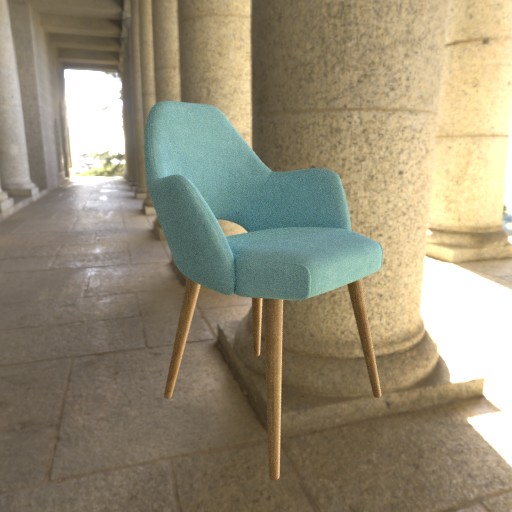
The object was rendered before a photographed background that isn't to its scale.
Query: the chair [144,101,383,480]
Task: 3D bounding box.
[{"bbox_3d":[0.000,0.000,1.219,0.610,0.840,0.590,12,18,42],"label":"chair"}]
